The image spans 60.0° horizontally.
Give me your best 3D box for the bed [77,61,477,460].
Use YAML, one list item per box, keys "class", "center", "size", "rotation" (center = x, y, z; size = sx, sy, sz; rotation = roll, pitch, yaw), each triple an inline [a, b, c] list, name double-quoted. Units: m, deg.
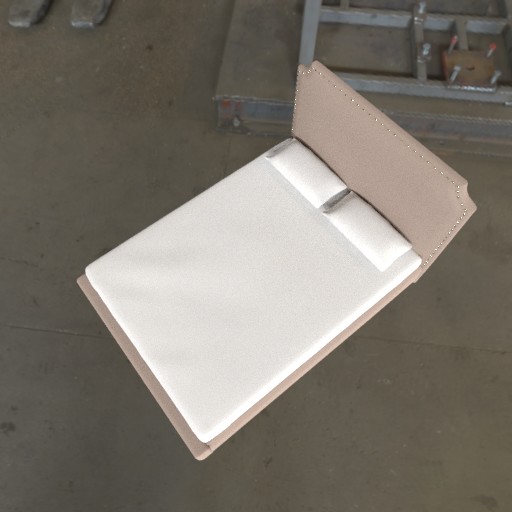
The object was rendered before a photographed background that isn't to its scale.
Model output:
- class: "bed"
  center: [0.000, 0.000, 3.359]
  size: [2.372, 1.443, 1.713]
  rotation: [-36, 68, -16]
